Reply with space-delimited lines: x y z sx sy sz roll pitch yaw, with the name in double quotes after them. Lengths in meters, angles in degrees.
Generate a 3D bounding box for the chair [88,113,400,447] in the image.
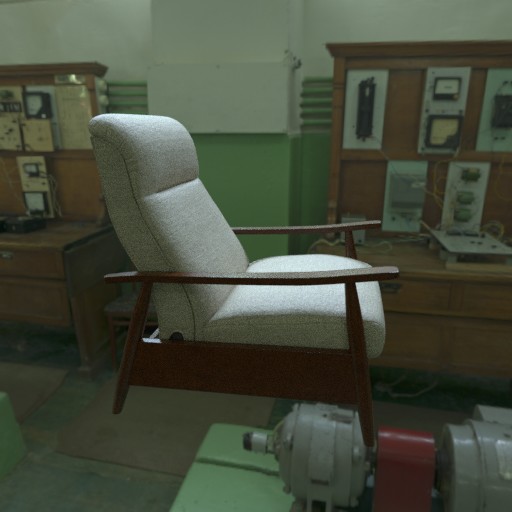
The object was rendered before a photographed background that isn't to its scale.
0.000 0.000 1.777 1.014 1.082 0.762 3 17 11 "chair"
